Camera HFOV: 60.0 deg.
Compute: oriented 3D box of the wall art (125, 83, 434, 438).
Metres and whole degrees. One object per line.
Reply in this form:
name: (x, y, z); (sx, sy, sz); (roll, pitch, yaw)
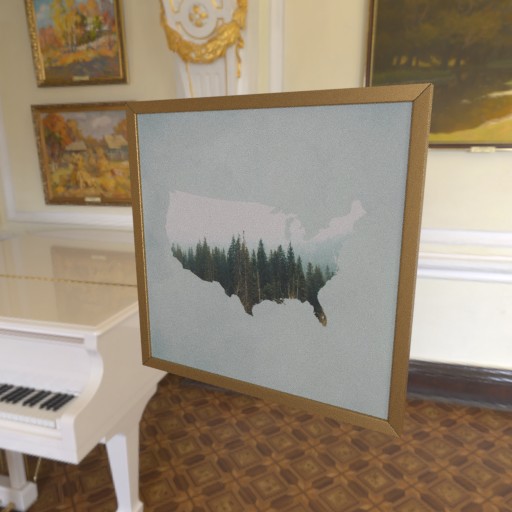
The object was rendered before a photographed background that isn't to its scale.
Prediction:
wall art: (0.000, 0.000, 1.109); (0.762, 0.762, 0.038); (7, 15, 27)
